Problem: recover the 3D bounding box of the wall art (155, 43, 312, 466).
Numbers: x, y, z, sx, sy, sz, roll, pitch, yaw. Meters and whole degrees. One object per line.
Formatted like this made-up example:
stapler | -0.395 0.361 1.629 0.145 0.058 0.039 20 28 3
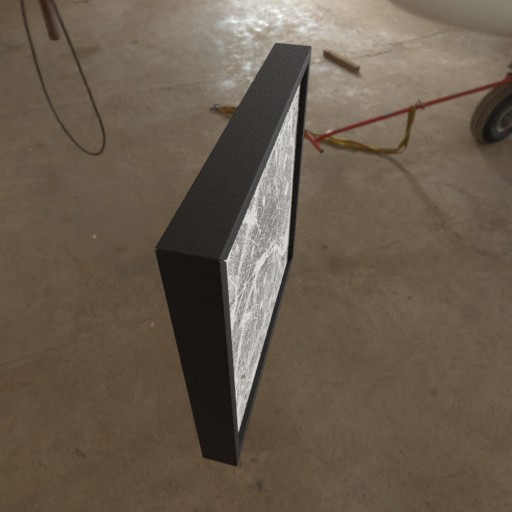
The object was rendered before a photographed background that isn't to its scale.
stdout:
wall art | 0.000 0.000 0.449 0.037 0.305 0.305 10 47 10
